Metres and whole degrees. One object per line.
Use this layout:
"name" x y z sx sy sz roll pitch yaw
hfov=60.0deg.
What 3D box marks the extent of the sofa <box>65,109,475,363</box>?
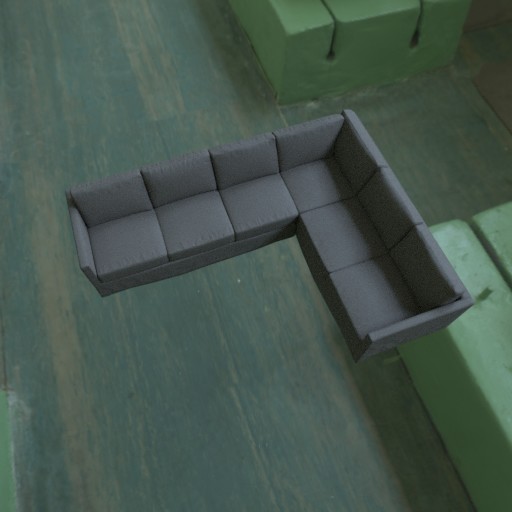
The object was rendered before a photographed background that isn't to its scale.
"sofa" 0.000 0.000 4.328 3.182 0.871 2.432 -18 64 -9
